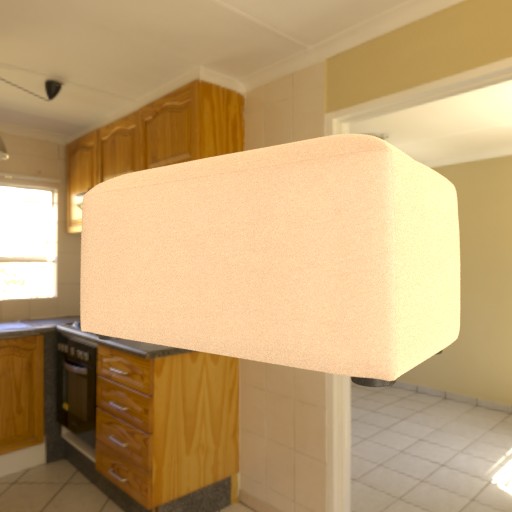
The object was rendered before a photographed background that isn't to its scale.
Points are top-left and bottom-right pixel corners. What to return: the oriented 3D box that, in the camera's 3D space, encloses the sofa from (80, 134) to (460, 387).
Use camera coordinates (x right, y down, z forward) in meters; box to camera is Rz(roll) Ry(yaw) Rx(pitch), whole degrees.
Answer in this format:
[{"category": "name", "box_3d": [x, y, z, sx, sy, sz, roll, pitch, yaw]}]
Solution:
[{"category": "sofa", "box_3d": [0.000, 0.000, 1.189, 0.930, 0.470, 0.480, 0, -1, 37]}]
